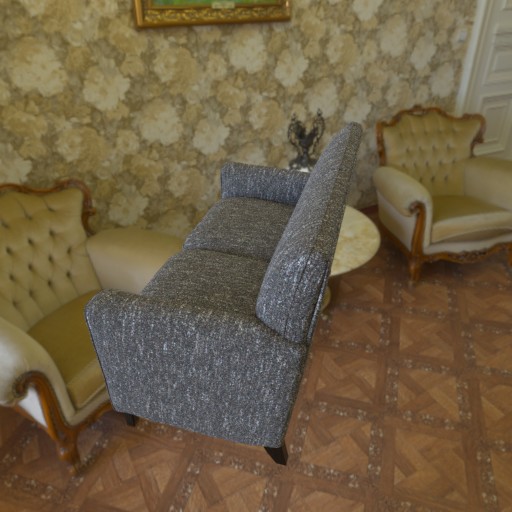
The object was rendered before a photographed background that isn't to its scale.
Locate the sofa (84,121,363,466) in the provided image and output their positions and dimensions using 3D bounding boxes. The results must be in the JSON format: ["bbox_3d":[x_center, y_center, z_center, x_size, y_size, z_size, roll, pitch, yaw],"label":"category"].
[{"bbox_3d":[0.000,0.000,2.081,0.801,0.946,1.519,8,32,13],"label":"sofa"}]
